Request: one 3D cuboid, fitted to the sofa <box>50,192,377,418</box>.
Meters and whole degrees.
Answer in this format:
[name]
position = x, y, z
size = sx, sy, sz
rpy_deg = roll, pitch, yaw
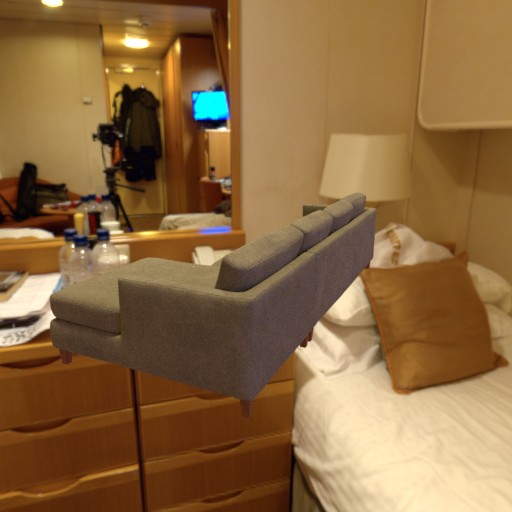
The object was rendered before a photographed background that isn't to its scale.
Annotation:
[sofa]
position = 0.000, 0.000, 4.192
size = 1.604, 0.950, 3.471
rpy_deg = 7, 17, 24
